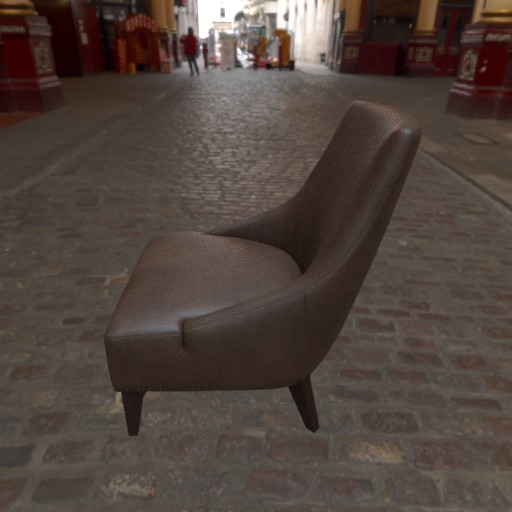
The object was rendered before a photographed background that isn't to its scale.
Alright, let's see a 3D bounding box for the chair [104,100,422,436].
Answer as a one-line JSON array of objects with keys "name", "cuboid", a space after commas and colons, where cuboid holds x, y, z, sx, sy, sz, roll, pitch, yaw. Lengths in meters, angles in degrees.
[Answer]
[{"name": "chair", "cuboid": [0.000, 0.000, 1.447, 0.861, 0.909, 0.701, 0, 26, -1]}]
